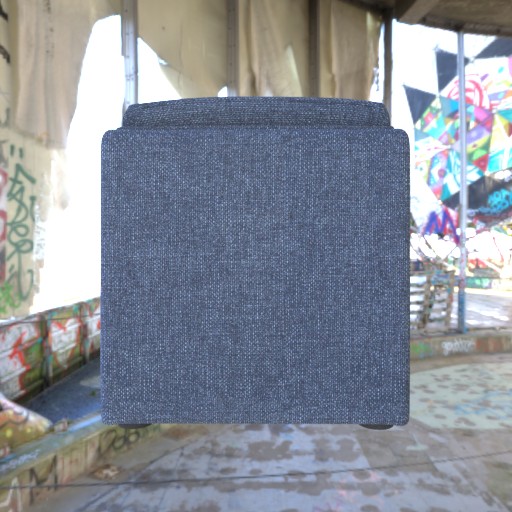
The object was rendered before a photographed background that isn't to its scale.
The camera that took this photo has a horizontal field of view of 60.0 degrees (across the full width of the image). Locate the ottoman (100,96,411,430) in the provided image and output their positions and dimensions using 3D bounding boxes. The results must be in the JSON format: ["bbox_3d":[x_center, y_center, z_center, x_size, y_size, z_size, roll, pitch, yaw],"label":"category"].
[{"bbox_3d":[0.000,0.000,0.838,0.436,0.493,0.454,0,0,0],"label":"ottoman"}]
